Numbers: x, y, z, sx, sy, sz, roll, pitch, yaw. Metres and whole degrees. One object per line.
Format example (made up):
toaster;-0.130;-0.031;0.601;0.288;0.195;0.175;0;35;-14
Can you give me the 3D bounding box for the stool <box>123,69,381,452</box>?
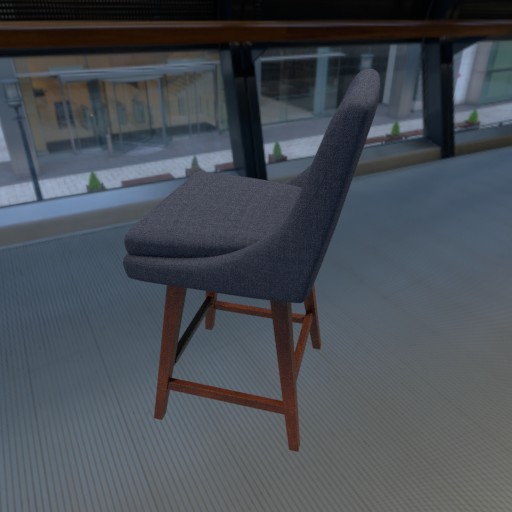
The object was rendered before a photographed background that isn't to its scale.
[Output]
stool;0.000;0.000;1.172;0.524;0.895;0.467;8;31;13
